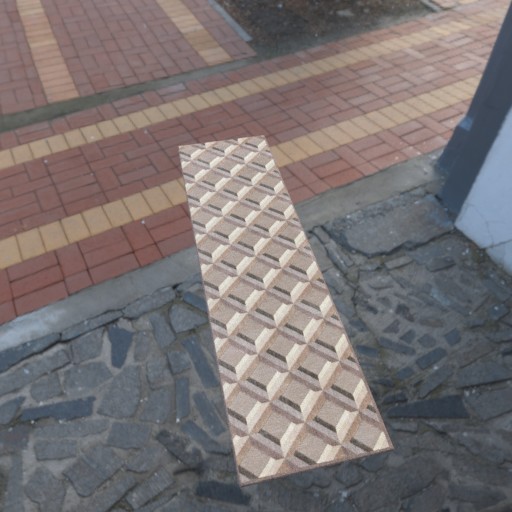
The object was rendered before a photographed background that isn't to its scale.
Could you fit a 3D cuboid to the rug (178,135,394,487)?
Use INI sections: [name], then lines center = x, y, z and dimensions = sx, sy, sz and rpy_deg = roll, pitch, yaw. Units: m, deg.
[rug]
center = 0.000, 0.000, 2.649
dimensions = 0.685, 0.013, 2.437
rpy_deg = -10, 49, -8
